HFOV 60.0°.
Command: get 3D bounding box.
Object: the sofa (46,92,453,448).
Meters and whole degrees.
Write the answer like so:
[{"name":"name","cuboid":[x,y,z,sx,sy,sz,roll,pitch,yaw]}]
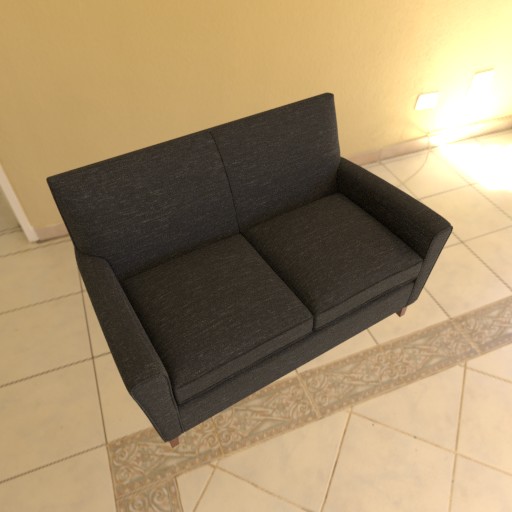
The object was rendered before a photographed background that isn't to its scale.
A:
[{"name":"sofa","cuboid":[0.000,0.000,1.963,1.420,0.846,0.875,-24,51,-21]}]
